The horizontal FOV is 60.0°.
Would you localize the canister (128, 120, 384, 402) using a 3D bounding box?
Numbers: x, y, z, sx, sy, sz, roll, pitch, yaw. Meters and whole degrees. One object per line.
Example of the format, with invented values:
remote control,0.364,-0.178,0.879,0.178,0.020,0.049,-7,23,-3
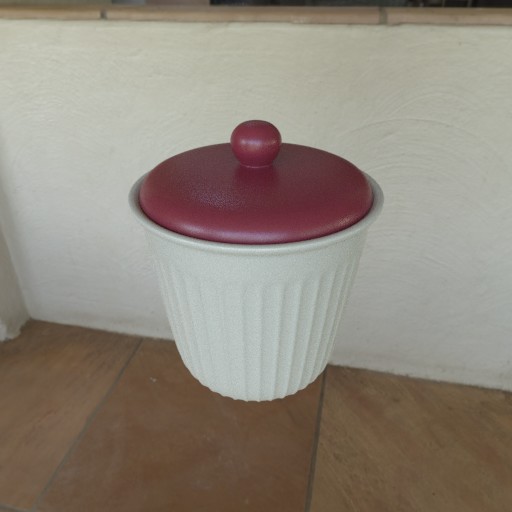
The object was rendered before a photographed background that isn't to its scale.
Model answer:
canister,0.000,0.000,0.352,0.181,0.211,0.181,0,31,0
